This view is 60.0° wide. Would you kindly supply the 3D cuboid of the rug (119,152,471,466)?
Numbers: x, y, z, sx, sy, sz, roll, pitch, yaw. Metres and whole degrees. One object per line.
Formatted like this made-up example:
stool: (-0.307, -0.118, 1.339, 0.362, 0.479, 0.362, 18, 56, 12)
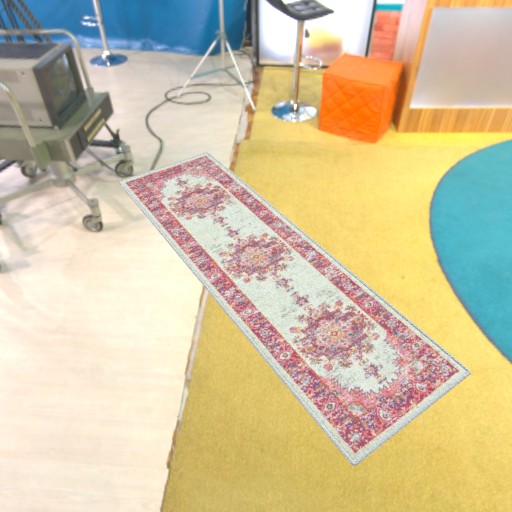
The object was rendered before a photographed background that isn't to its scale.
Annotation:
rug: (0.000, 0.000, 1.965, 0.562, 0.009, 1.824, -25, 48, -25)
